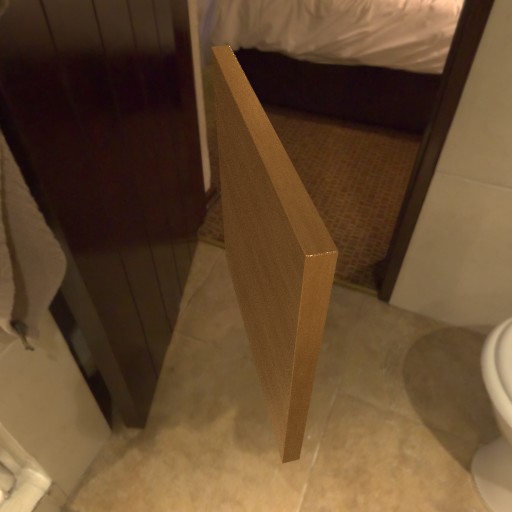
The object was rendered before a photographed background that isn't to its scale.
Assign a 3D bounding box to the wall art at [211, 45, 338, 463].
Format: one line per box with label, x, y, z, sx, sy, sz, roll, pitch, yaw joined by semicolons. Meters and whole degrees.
wall art;0.000;0.000;0.449;0.019;0.302;0.302;-10;46;-10
